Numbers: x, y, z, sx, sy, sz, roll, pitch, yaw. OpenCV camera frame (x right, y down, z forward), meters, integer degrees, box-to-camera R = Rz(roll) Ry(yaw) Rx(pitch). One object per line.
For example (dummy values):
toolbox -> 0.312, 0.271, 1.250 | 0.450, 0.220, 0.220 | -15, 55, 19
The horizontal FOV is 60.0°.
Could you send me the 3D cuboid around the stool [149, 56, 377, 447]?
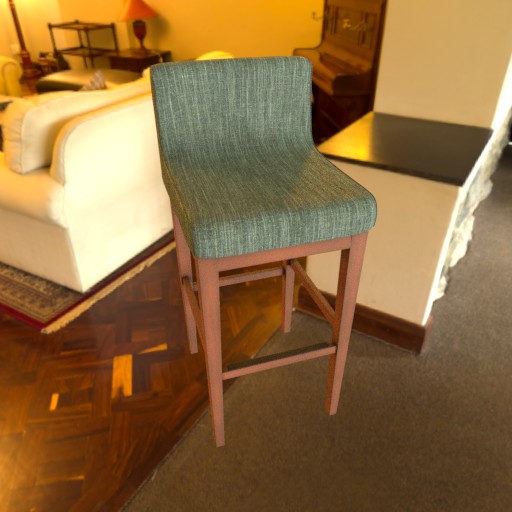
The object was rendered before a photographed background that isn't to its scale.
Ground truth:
stool -> 0.000, 0.000, 1.240 | 0.426, 0.965, 0.499 | -10, 34, -15
